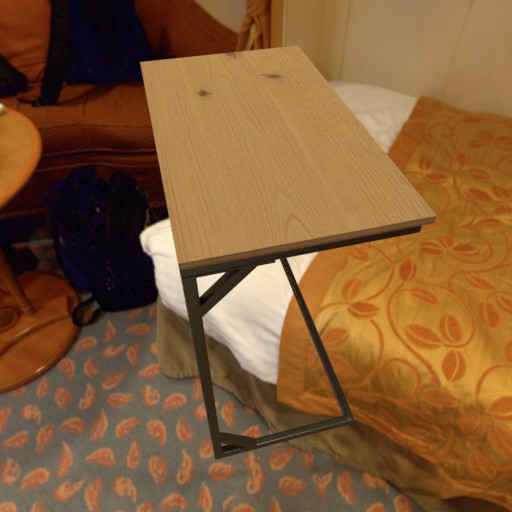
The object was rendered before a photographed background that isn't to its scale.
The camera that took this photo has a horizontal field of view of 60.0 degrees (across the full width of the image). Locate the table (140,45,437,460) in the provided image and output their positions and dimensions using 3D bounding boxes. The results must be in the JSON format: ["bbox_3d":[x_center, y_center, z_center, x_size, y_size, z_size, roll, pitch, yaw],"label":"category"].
[{"bbox_3d":[0.000,0.000,1.011,0.351,0.673,0.597,-11,47,-10],"label":"table"}]
